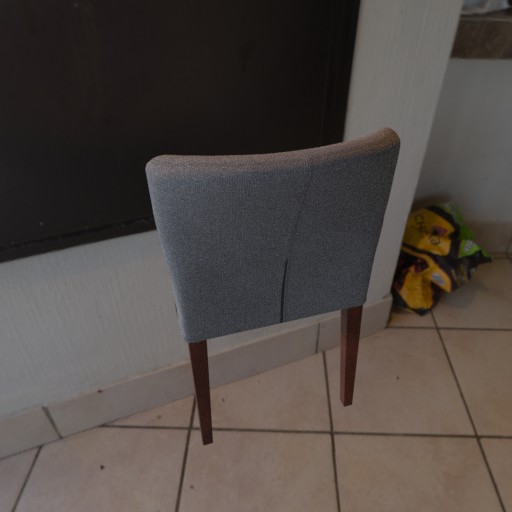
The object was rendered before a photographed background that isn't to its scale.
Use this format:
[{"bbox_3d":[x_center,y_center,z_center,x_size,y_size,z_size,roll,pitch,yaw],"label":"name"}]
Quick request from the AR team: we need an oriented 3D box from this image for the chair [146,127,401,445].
[{"bbox_3d":[0.000,0.000,1.168,0.491,0.839,0.589,-10,40,-13],"label":"chair"}]
